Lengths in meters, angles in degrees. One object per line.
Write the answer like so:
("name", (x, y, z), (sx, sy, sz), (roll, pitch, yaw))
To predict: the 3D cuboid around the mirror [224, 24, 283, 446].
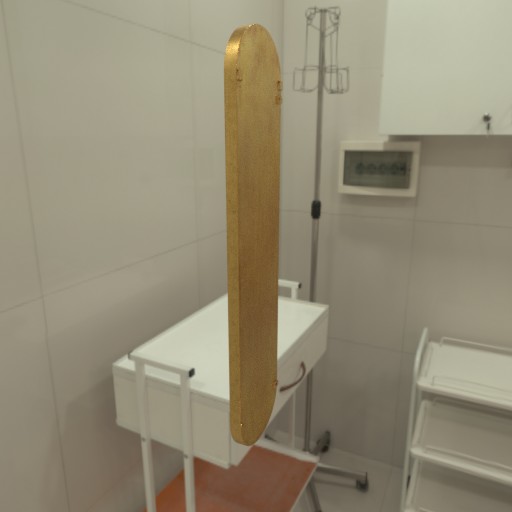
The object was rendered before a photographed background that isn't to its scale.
("mirror", (0.000, 0.000, 1.049), (0.032, 0.991, 0.222), (7, 16, 25))
